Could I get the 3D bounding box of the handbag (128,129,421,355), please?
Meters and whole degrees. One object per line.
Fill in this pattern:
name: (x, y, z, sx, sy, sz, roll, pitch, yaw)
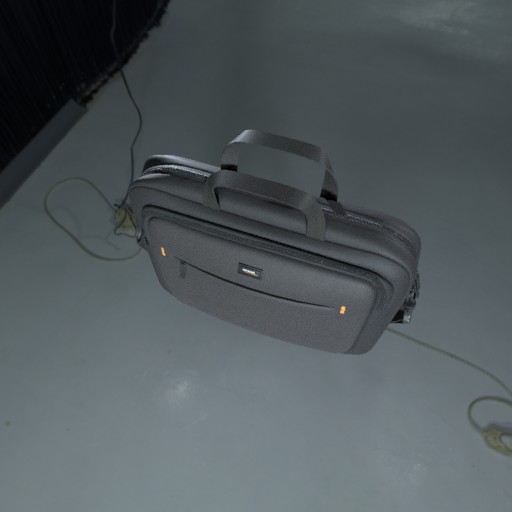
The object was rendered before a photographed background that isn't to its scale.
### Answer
handbag: (0.000, 0.000, 0.579, 0.429, 0.330, 0.126, 17, 60, 10)
